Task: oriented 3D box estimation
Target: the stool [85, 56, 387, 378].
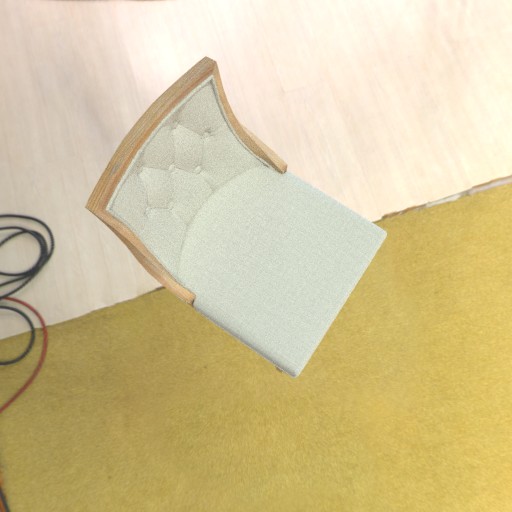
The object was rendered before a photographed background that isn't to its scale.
[{"bbox_3d":[0.000,0.000,1.458,0.626,1.101,0.524,33,79,7],"label":"stool"}]
